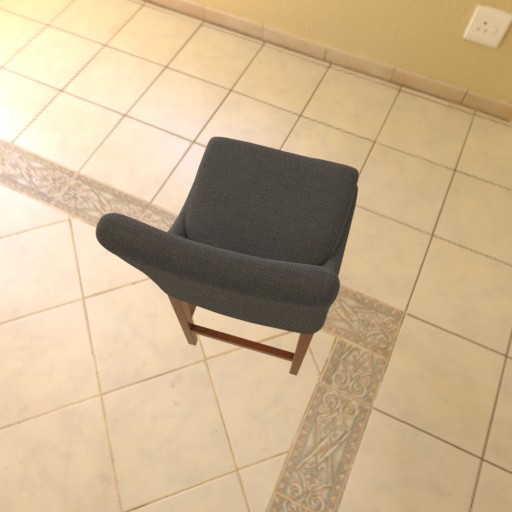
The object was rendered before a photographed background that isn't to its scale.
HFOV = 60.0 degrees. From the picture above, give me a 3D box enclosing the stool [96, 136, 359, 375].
[{"bbox_3d":[0.000,0.000,1.251,0.470,0.981,0.577,15,65,7],"label":"stool"}]
